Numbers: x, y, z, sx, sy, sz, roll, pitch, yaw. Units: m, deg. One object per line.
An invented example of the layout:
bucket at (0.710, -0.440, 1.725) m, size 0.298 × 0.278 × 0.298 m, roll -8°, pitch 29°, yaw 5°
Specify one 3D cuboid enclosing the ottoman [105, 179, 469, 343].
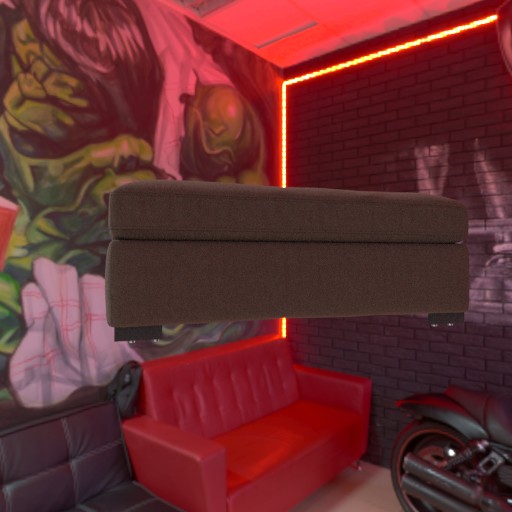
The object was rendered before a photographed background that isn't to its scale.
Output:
ottoman at (0.000, 0.000, 1.868) m, size 1.181 × 0.470 × 1.181 m, roll 0°, pitch 0°, yaw -17°
